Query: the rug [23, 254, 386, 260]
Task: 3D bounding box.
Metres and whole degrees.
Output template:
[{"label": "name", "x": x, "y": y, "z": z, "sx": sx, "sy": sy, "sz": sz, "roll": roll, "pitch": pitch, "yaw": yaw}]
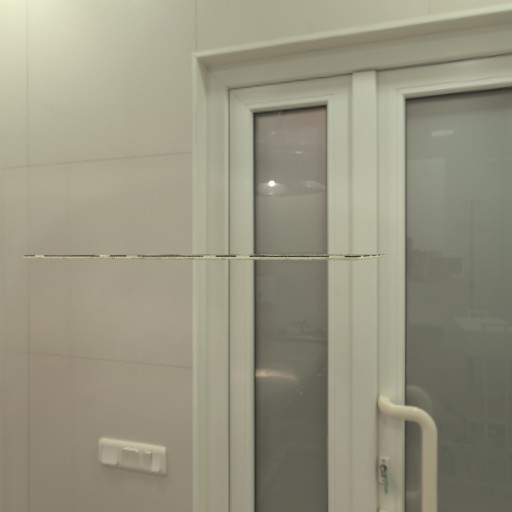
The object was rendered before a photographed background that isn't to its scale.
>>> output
[{"label": "rug", "x": 0.000, "y": 0.000, "z": 2.921, "sx": 1.555, "sy": 0.016, "sz": 2.286, "roll": 0, "pitch": 0, "yaw": 19}]
